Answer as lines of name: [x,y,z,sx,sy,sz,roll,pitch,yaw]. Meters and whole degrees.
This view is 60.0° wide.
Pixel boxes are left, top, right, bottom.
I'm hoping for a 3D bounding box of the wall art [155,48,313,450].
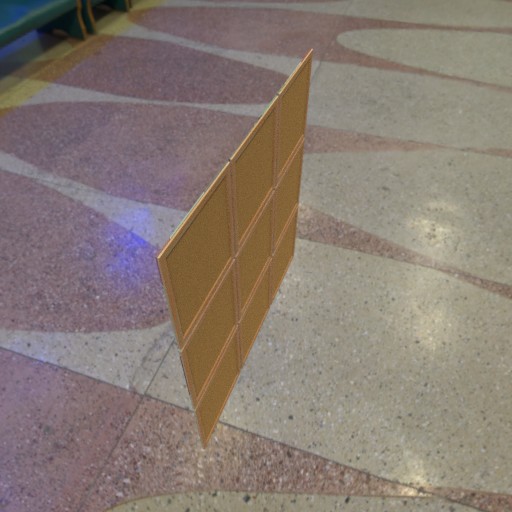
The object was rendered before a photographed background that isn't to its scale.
wall art: [0.000,0.000,2.291,0.013,1.519,1.521,16,49,14]
